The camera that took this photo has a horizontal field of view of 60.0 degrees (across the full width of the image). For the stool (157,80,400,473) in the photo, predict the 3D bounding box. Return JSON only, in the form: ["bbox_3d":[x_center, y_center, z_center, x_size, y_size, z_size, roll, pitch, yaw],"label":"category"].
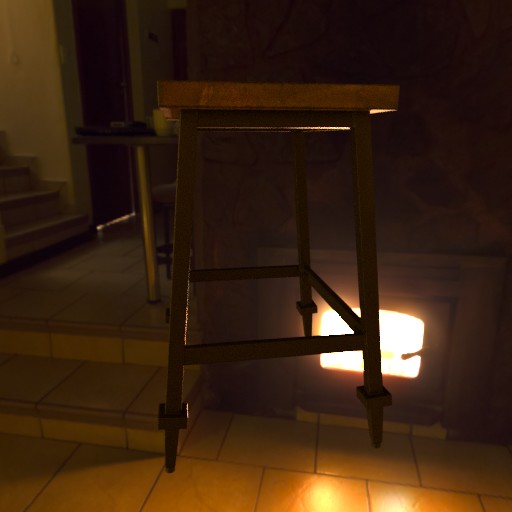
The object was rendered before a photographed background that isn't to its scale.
[{"bbox_3d":[0.000,0.000,0.923,0.405,0.625,0.486,-3,15,-9],"label":"stool"}]
